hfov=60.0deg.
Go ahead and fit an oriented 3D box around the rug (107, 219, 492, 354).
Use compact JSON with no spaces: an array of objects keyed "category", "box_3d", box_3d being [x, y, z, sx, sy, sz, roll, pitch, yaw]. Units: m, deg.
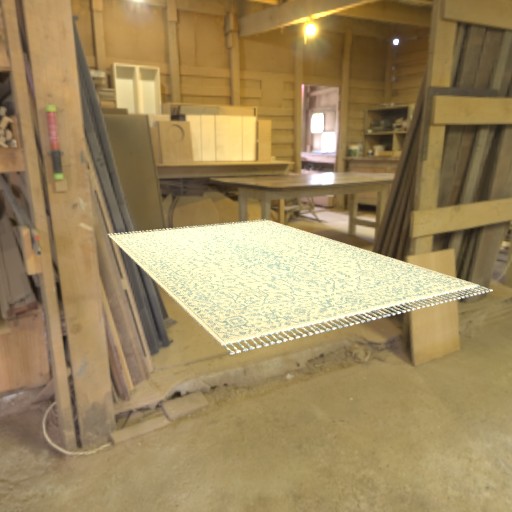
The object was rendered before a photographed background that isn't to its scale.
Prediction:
[{"category":"rug","box_3d":[0.000,0.000,3.021,1.524,0.010,2.438,-8,16,-27]}]
